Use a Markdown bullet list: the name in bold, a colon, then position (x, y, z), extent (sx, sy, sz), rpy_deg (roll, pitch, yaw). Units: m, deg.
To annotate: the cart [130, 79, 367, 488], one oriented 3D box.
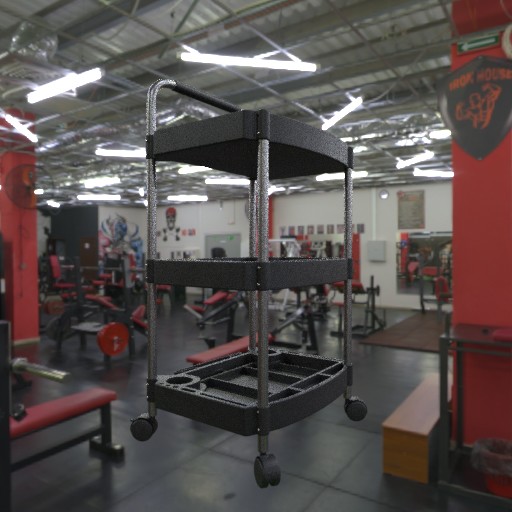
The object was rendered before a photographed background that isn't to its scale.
- **cart**: position (0.000, 0.000, 1.373), extent (0.518, 1.075, 0.584), rpy_deg (1, 1, 37)
